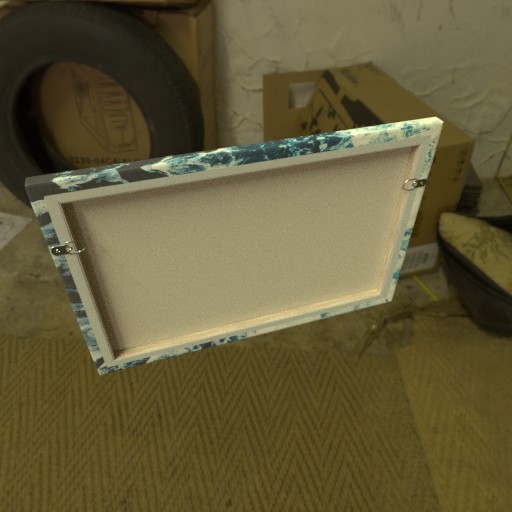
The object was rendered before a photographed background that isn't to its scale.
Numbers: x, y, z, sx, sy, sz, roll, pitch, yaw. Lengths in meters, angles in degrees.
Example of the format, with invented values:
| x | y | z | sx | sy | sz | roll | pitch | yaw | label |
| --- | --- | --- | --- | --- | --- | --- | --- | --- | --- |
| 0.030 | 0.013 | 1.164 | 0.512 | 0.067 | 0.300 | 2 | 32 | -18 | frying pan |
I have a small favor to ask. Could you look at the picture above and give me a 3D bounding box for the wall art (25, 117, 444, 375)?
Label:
| x | y | z | sx | sy | sz | roll | pitch | yaw | label |
| --- | --- | --- | --- | --- | --- | --- | --- | --- | --- |
| 0.000 | 0.000 | 1.896 | 1.524 | 1.017 | 0.055 | -12 | 42 | -13 | wall art |
